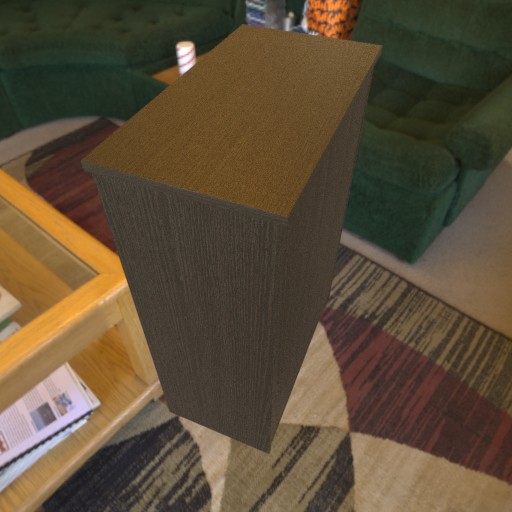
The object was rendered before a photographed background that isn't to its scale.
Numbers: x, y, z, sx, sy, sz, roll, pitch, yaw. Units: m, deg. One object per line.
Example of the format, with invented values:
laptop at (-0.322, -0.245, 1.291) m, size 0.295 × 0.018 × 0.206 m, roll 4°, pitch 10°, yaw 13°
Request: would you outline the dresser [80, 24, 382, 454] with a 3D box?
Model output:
dresser at (0.000, 0.000, 1.318) m, size 0.399 × 1.020 × 0.704 m, roll 17°, pitch 49°, yaw 15°
